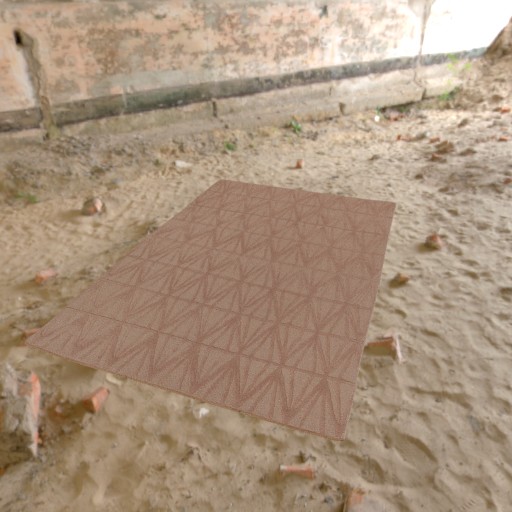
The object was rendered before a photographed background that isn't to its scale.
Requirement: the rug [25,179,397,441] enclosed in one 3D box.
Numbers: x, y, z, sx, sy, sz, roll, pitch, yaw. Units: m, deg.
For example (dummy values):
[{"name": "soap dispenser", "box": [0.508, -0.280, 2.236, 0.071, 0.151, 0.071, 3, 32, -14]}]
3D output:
[{"name": "rug", "box": [0.000, 0.000, 2.239, 1.230, 0.025, 1.837, 11, 33, 17]}]
